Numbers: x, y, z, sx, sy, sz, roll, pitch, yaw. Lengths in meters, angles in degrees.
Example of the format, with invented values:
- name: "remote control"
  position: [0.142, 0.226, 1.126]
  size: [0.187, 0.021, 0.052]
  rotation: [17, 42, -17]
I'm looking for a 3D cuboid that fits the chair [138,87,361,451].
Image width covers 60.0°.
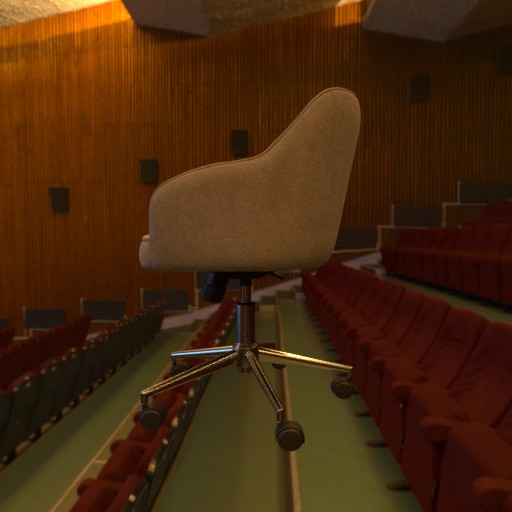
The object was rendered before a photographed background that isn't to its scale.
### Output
- name: "chair"
  position: [0.000, 0.000, 1.270]
  size: [0.573, 0.831, 0.635]
  rotation: [0, 3, 1]
